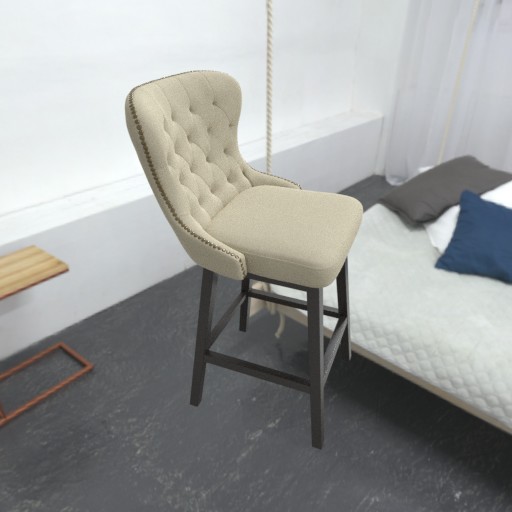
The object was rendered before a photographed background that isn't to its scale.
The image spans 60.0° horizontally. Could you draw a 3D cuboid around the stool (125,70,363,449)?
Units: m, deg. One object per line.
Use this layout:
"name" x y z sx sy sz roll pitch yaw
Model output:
"stool" 0.000 0.000 1.330 0.593 0.971 0.528 12 33 19
